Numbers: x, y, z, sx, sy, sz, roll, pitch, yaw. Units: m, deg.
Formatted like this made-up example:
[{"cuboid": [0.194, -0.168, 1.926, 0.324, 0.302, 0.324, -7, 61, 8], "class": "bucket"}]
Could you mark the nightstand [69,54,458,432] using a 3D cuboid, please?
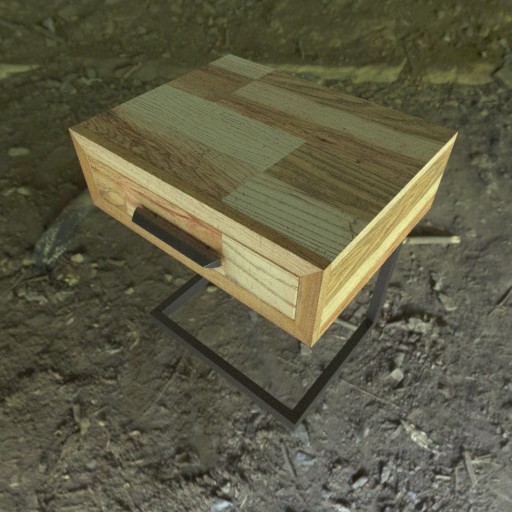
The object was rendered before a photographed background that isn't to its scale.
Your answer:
[{"cuboid": [0.000, 0.000, 1.024, 0.558, 0.632, 0.481, 30, 53, 26], "class": "nightstand"}]
